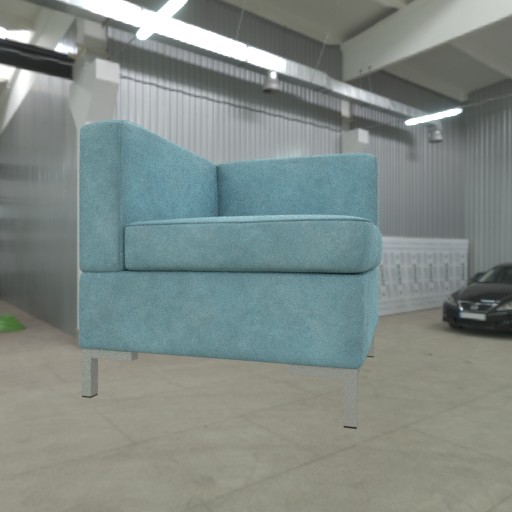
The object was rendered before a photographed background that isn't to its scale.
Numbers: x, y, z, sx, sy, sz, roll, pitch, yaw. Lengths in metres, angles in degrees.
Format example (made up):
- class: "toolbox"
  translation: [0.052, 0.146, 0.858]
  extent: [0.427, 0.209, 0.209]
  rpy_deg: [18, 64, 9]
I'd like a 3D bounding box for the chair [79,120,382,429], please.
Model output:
- class: "chair"
  translation: [0.000, 0.000, 1.246]
  extent: [0.684, 0.660, 0.691]
  rpy_deg: [0, 0, 18]
